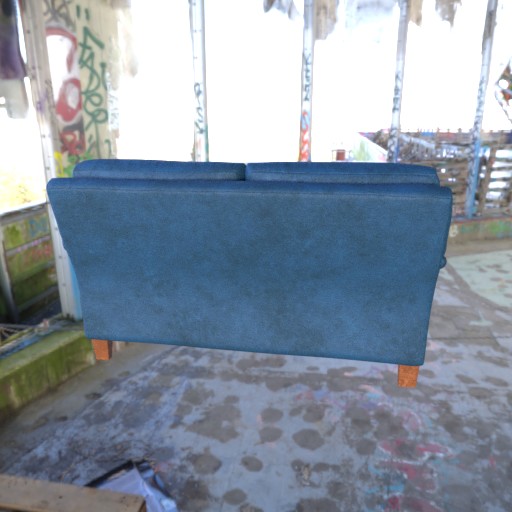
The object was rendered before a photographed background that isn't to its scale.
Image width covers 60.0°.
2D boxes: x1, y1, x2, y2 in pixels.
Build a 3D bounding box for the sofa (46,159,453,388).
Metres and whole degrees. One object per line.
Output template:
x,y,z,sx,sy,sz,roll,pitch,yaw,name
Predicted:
0.000,0.000,2.508,1.853,1.101,1.084,3,17,9,sofa
